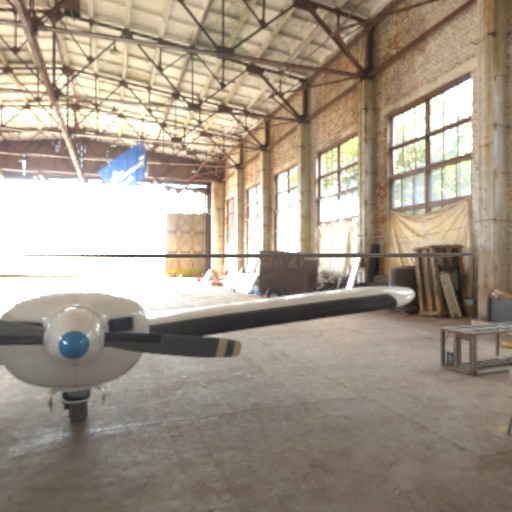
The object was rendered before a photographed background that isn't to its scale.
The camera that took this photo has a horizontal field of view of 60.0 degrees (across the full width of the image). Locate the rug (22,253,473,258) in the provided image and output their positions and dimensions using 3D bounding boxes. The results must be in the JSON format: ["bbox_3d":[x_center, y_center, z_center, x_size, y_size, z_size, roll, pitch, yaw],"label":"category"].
[{"bbox_3d":[0.000,0.000,2.998,2.460,0.016,1.545,0,-1,18],"label":"rug"}]
